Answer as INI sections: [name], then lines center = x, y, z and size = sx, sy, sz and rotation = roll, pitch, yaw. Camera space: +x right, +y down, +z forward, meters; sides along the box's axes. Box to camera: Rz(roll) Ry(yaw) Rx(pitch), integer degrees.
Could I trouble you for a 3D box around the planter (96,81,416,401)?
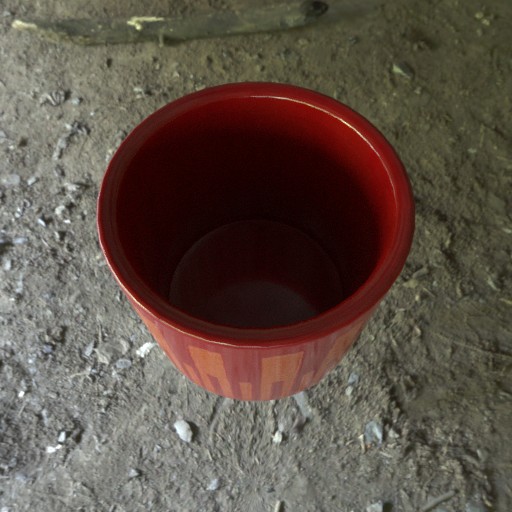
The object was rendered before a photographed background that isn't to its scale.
[planter]
center = 0.000, 0.000, 0.408
size = 0.230, 0.202, 0.230
rotation = 0, 63, 0
